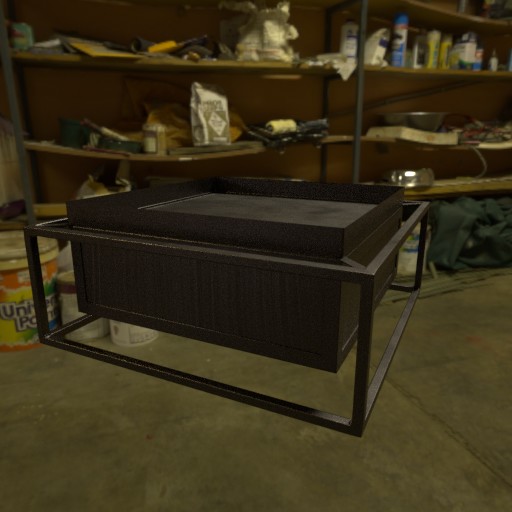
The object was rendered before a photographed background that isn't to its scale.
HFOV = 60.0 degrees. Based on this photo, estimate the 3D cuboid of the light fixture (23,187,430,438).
[{"bbox_3d":[0.000,0.000,0.675,0.441,0.191,0.441,8,17,25],"label":"light fixture"}]
